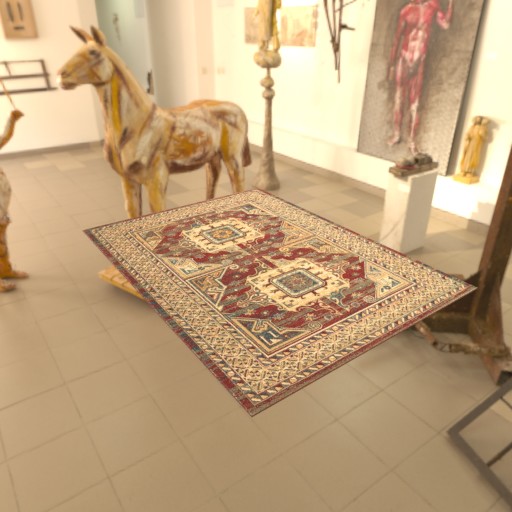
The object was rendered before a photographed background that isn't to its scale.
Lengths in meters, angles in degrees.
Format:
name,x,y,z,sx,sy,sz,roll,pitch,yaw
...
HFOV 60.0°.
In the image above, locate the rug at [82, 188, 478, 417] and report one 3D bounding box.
name,x,y,z,sx,sy,sz,roll,pitch,yaw
rug,0.000,0.000,4.329,2.381,0.013,3.197,-19,33,-31
